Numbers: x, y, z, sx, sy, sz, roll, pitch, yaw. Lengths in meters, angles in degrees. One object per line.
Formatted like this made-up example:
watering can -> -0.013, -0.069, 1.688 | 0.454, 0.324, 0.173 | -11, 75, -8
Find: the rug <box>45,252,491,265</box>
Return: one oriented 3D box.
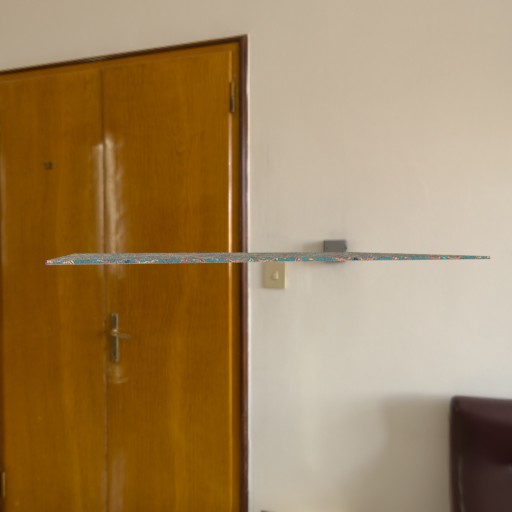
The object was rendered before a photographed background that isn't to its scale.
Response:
rug -> 0.000, 0.000, 2.288 | 1.836, 0.014, 1.216 | 0, 2, -18
